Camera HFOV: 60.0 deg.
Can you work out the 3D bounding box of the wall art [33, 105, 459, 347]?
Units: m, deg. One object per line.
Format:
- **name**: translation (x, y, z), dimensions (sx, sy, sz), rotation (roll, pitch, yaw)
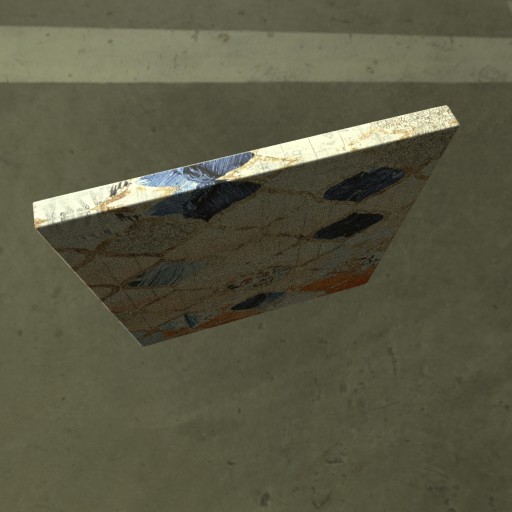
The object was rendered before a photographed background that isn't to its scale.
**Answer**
- **wall art**: translation (0.000, 0.000, 0.741), dimensions (0.507, 0.508, 0.038), rotation (-15, 65, -7)
